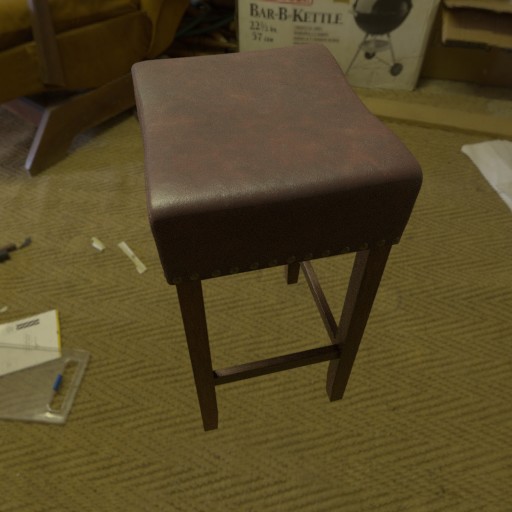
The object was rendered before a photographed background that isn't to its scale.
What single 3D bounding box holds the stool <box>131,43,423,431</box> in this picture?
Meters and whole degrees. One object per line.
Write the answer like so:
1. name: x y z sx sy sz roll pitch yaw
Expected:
1. stool: 0.000 0.000 1.029 0.401 0.769 0.465 -10 49 -9
